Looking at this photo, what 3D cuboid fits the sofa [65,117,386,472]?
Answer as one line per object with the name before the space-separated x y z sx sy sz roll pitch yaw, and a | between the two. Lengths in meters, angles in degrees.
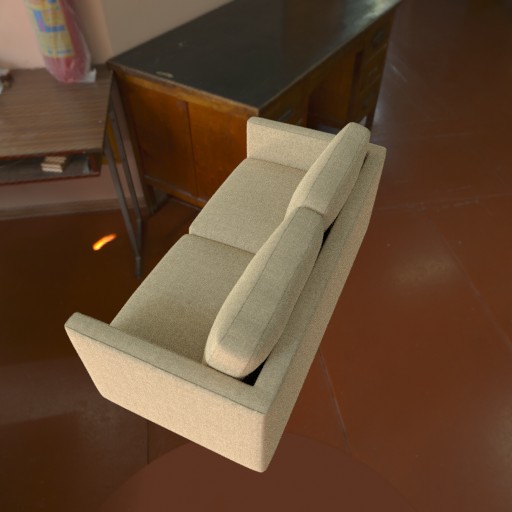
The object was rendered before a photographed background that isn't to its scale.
sofa | 0.000 0.000 2.465 0.950 0.963 1.884 18 50 16
